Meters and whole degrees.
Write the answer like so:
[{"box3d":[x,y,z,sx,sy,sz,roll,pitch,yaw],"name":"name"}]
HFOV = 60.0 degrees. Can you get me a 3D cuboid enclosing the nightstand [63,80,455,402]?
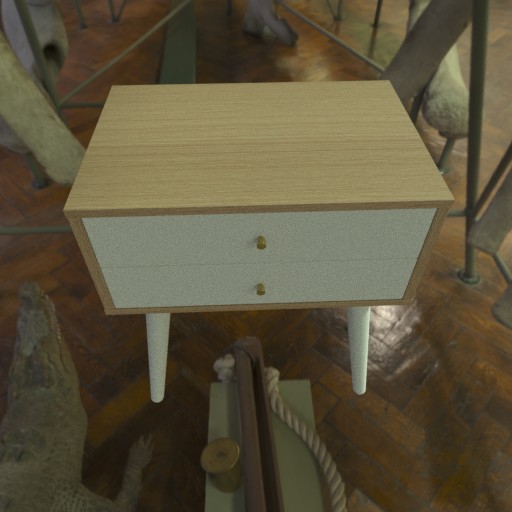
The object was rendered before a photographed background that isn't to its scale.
[{"box3d":[0.000,0.000,0.995,0.571,0.610,0.407,-2,46,-2],"name":"nightstand"}]
